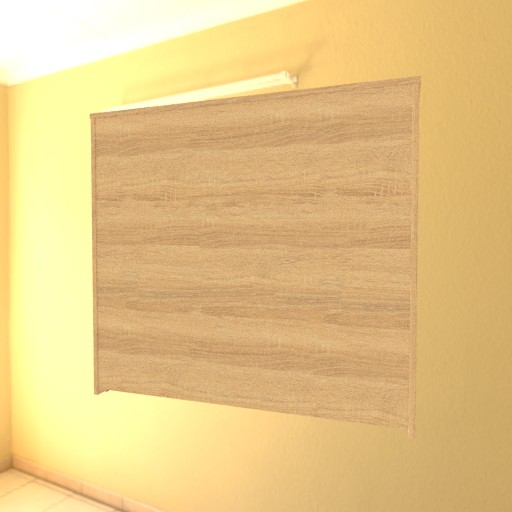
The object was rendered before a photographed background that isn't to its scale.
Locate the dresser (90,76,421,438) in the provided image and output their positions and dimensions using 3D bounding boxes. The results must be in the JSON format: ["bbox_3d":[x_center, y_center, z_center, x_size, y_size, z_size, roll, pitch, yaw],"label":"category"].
[{"bbox_3d":[0.000,0.000,1.432,0.980,0.900,0.380,1,2,19],"label":"dresser"}]
